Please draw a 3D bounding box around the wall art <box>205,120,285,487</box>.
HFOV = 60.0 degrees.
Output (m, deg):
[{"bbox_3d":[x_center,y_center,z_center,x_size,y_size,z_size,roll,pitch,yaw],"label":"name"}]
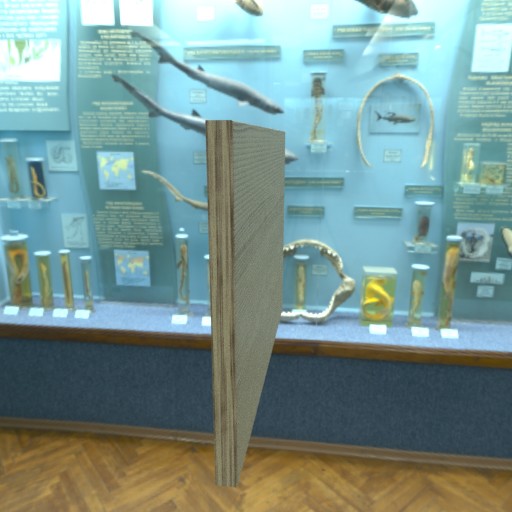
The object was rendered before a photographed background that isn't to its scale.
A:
[{"bbox_3d":[0.000,0.000,1.098,0.063,0.609,0.841,2,15,8],"label":"wall art"}]
